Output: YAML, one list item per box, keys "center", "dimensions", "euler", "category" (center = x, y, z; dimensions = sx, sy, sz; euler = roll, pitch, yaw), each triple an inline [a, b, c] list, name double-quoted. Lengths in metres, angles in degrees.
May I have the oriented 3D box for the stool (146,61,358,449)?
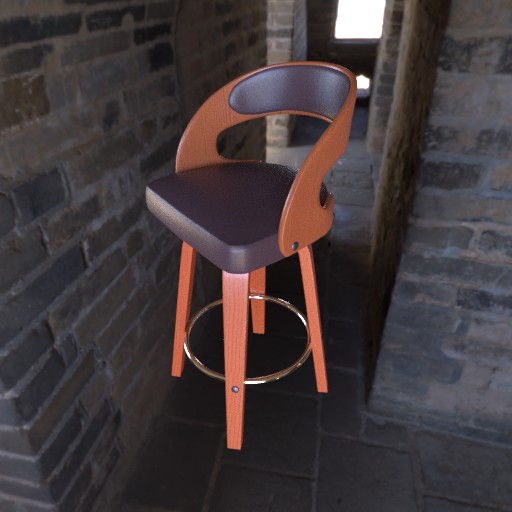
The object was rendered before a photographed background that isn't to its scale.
- center: [0.000, 0.000, 1.213]
  dimensions: [0.457, 0.940, 0.457]
  euler: [-22, 38, -30]
  category: "stool"
